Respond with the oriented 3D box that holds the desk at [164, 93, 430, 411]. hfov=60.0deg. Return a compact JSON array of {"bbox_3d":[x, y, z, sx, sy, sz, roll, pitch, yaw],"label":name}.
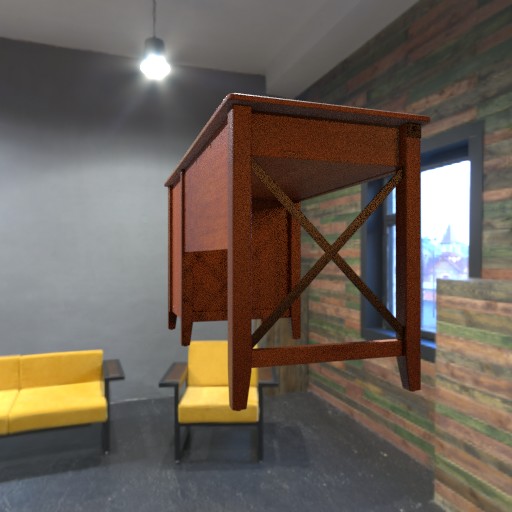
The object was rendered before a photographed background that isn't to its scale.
[{"bbox_3d":[0.000,0.000,1.759,0.574,0.756,1.353,0,0,-18],"label":"desk"}]
